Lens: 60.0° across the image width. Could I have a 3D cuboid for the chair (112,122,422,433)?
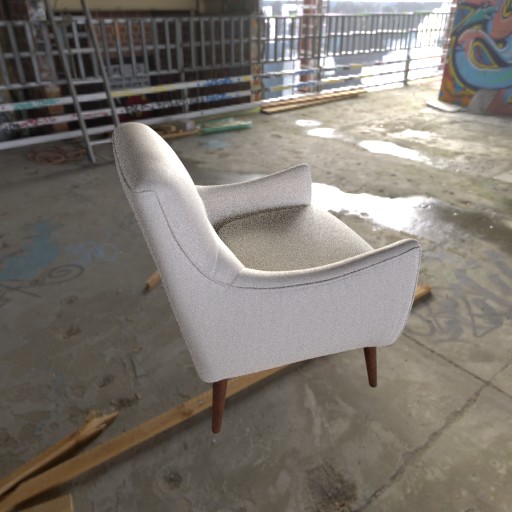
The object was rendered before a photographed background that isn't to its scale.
[{"bbox_3d":[0.000,0.000,1.470,0.787,0.838,0.762,-10,31,-17],"label":"chair"}]
